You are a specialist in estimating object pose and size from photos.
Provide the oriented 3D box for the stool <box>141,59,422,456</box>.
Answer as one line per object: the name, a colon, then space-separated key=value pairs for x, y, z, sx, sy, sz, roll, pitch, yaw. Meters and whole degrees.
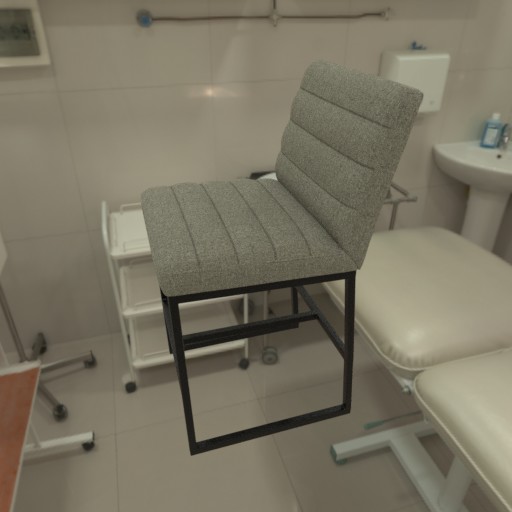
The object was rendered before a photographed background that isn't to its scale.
stool: x=0.000 y=0.000 z=1.219 sx=0.560 sy=0.940 sz=0.460 roll=-9 pitch=32 yaw=-15
